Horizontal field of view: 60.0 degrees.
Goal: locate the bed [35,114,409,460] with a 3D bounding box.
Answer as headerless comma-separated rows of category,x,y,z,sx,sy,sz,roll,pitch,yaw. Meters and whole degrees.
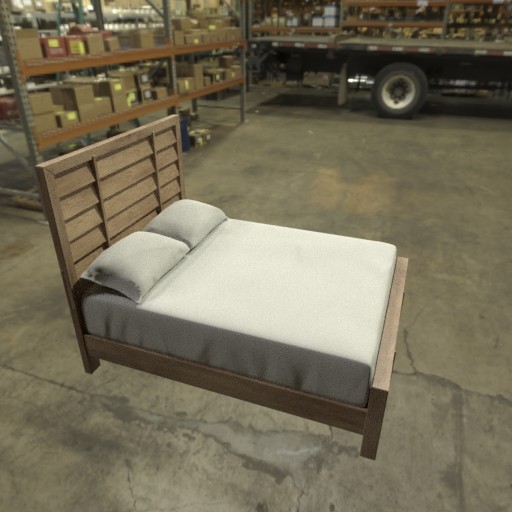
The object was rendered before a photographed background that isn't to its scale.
bed,0.000,0.000,3.340,2.197,1.626,1.626,10,30,18
